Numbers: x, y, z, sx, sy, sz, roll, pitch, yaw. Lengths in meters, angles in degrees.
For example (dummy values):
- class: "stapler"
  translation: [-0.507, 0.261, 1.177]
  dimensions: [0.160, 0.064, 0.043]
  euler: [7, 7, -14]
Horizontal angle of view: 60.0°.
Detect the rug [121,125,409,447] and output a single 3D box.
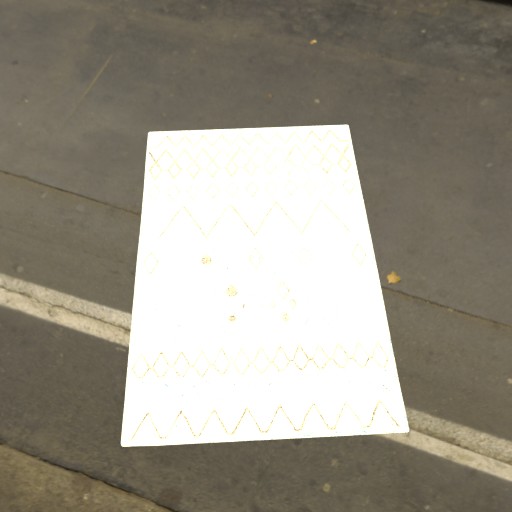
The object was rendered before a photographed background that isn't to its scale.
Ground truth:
- class: "rug"
  translation: [0.000, 0.000, 2.359]
  dimensions: [1.260, 0.009, 1.820]
  euler: [-2, 62, -1]
